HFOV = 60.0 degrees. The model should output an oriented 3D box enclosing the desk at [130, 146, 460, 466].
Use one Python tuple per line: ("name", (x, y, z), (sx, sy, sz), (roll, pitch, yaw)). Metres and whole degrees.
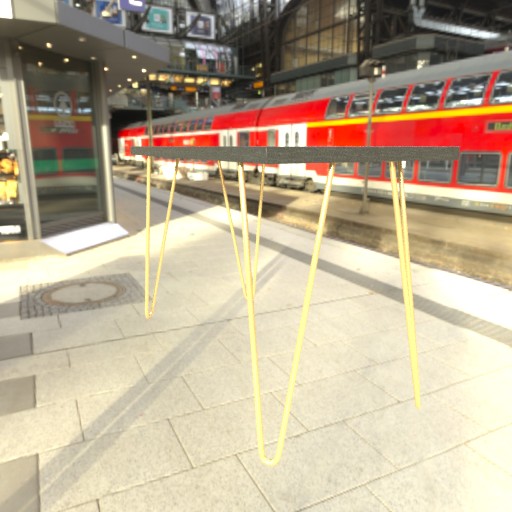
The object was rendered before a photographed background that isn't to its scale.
("desk", (0.000, 0.000, 1.376), (0.499, 0.660, 0.991), (-7, 16, -28))
